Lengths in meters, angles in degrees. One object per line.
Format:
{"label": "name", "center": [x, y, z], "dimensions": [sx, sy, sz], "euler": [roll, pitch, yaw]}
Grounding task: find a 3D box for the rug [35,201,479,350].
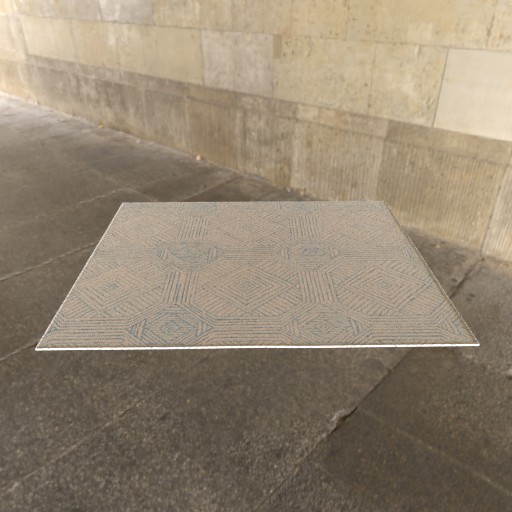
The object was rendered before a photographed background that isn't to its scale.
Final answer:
{"label": "rug", "center": [0.000, 0.000, 4.090], "dimensions": [3.049, 0.015, 2.457], "euler": [0, 31, -1]}
